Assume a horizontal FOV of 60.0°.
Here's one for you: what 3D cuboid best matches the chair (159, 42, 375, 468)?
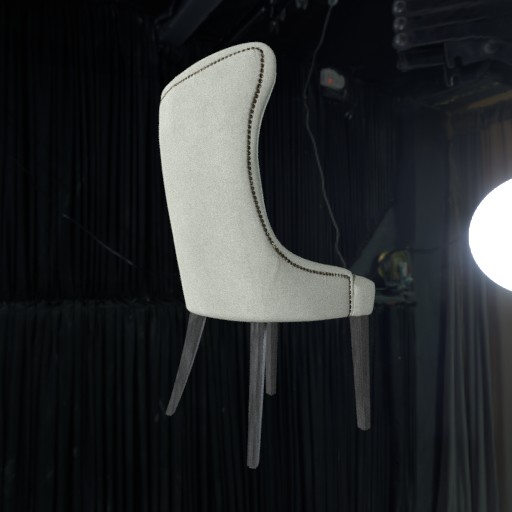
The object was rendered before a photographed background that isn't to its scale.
[{"bbox_3d":[0.000,0.000,1.421,0.590,1.065,0.584,1,-2,-35],"label":"chair"}]
